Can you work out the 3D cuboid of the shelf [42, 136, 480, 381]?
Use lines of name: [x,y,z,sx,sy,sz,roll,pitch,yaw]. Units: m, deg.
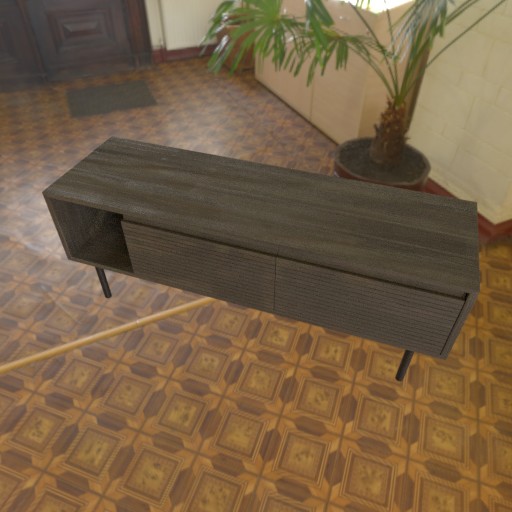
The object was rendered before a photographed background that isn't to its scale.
shelf: [0.000,0.000,1.544,1.300,0.495,0.400,13,44,14]
